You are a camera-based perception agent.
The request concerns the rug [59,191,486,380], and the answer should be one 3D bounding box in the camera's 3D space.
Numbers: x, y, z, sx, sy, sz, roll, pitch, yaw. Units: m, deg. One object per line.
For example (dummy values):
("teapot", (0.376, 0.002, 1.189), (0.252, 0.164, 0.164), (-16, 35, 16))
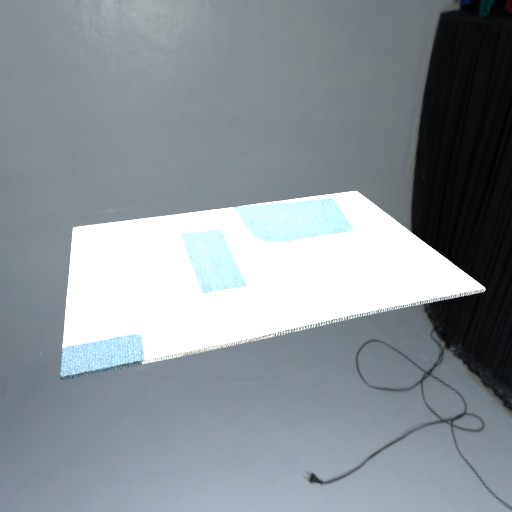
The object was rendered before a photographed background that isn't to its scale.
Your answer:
("rug", (0.000, 0.000, 2.314), (1.847, 0.020, 1.238), (-9, 32, -15))
